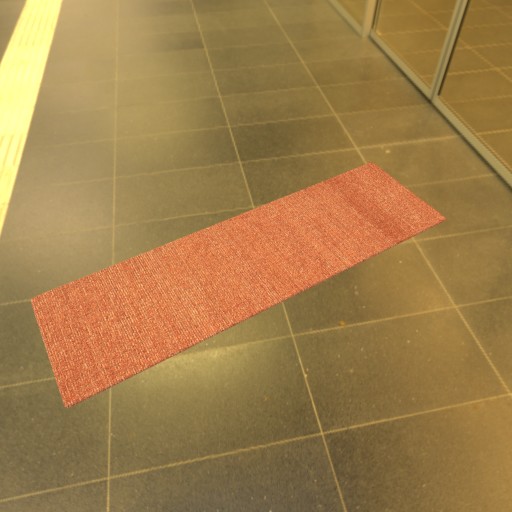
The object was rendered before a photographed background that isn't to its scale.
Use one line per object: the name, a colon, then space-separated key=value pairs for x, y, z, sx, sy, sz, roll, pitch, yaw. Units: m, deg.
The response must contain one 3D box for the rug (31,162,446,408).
rug: x=0.000 y=0.000 z=2.490 sx=2.307 sy=0.012 sz=0.687 roll=-24 pitch=52 yaw=-20
